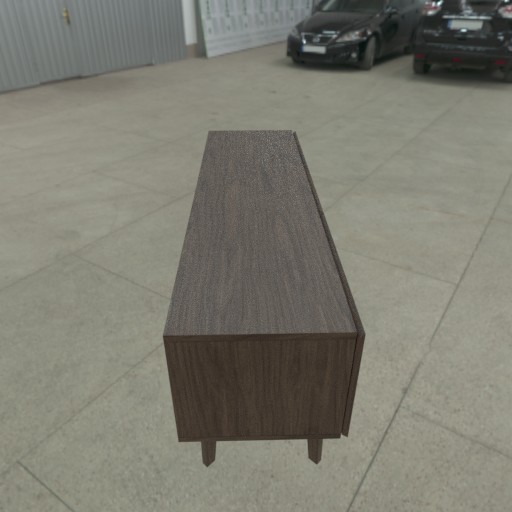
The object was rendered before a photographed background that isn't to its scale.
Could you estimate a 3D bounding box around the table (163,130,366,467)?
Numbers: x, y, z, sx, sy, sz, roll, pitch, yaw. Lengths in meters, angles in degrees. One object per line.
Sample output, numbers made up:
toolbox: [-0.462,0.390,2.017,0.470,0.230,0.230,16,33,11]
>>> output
table: [0.000,0.000,1.607,0.405,0.508,1.397,-1,32,-1]
